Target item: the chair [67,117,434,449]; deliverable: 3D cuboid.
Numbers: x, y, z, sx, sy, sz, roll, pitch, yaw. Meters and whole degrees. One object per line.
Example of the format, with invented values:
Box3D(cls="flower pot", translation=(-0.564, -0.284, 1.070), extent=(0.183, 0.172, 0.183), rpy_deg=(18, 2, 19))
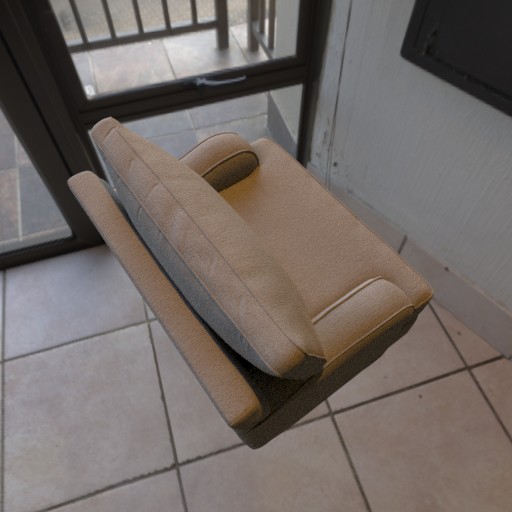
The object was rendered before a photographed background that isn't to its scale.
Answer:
Box3D(cls="chair", translation=(0.000, 0.000, 1.939), extent=(1.041, 1.016, 1.220), rpy_deg=(-31, 62, -19))
